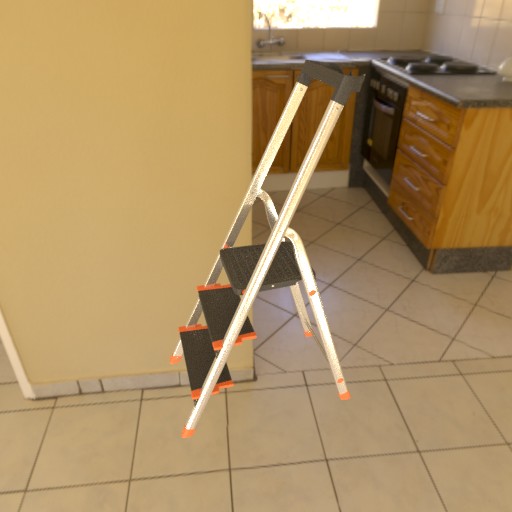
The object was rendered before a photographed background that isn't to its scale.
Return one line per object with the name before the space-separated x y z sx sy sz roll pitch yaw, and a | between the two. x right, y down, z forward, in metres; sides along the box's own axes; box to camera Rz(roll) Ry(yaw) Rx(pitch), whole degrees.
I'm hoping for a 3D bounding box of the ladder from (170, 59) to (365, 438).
ladder | 0.000 0.000 1.567 0.686 1.229 0.416 -8 33 -13
